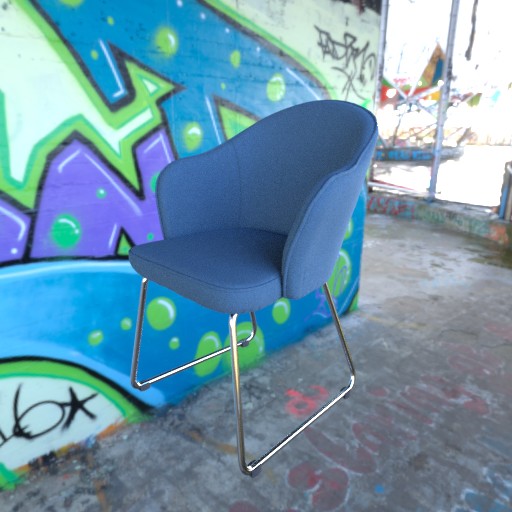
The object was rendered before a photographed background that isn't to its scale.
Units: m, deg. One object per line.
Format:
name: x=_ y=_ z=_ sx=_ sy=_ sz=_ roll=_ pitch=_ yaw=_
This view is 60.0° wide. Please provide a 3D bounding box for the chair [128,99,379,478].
chair: x=0.000 y=0.000 z=1.199 sx=0.570 sy=0.815 sz=0.585 roll=16 pitch=23 yaw=43
